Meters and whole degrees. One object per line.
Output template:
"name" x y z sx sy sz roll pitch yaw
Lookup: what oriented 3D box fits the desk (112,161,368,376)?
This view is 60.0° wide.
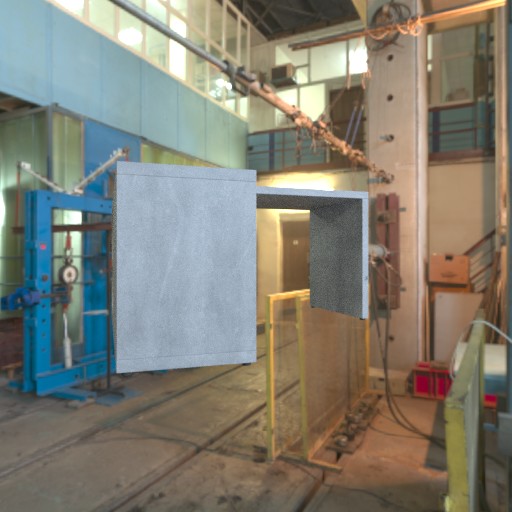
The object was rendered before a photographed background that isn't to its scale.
"desk" 0.000 0.000 2.284 1.400 0.740 1.500 0 0 -19
